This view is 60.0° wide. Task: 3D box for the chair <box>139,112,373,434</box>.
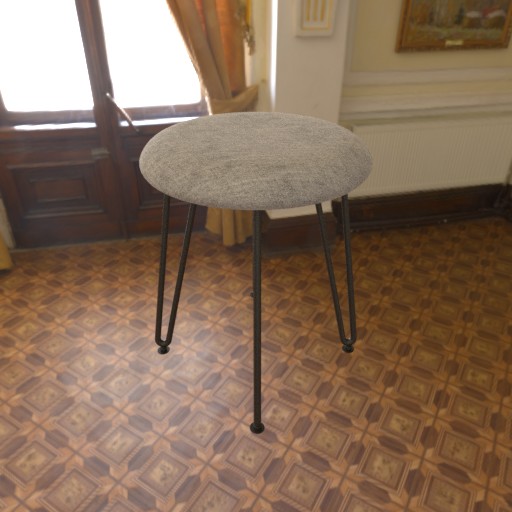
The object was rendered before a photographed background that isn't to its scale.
[{"bbox_3d":[0.000,0.000,0.683,0.350,0.386,0.350,0,31,-1],"label":"chair"}]
